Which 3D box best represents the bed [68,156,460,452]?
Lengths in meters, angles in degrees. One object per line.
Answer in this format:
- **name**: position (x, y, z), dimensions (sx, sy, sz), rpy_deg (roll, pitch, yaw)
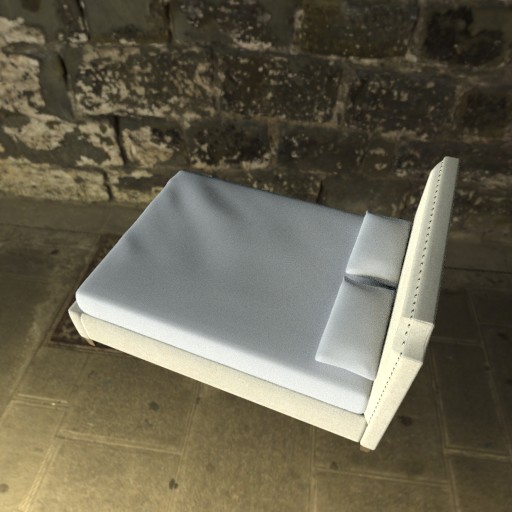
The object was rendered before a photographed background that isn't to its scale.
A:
- **bed**: position (0.000, 0.000, 3.352), dimensions (2.381, 1.457, 1.713), rpy_deg (17, 50, 15)
